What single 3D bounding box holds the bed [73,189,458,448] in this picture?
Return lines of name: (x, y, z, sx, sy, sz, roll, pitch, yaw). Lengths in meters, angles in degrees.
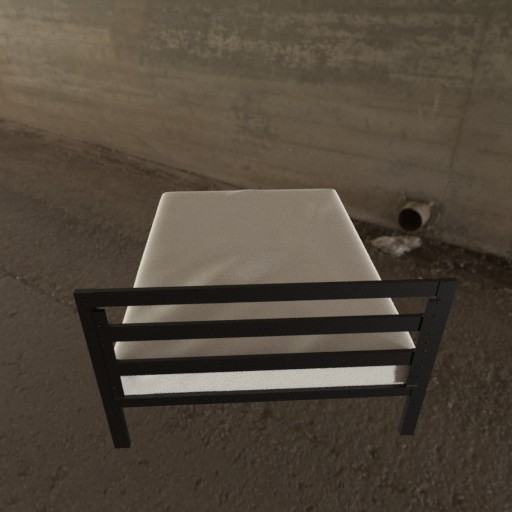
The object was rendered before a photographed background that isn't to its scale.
bed: (0.000, 0.000, 2.867, 1.524, 0.967, 2.062, -2, 32, -3)
